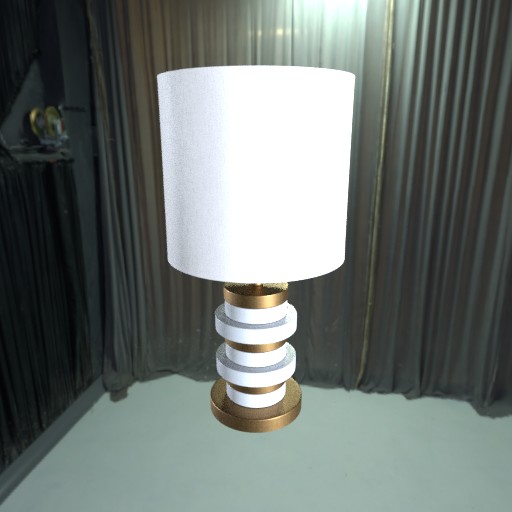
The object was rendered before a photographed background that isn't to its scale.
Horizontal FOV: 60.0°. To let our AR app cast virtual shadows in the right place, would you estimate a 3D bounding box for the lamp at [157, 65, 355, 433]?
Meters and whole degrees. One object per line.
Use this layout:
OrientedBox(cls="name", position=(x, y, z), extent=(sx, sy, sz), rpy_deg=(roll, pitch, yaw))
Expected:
OrientedBox(cls="lamp", position=(0.000, 0.000, 0.536), extent=(0.210, 0.410, 0.210), rpy_deg=(2, 16, 7))
